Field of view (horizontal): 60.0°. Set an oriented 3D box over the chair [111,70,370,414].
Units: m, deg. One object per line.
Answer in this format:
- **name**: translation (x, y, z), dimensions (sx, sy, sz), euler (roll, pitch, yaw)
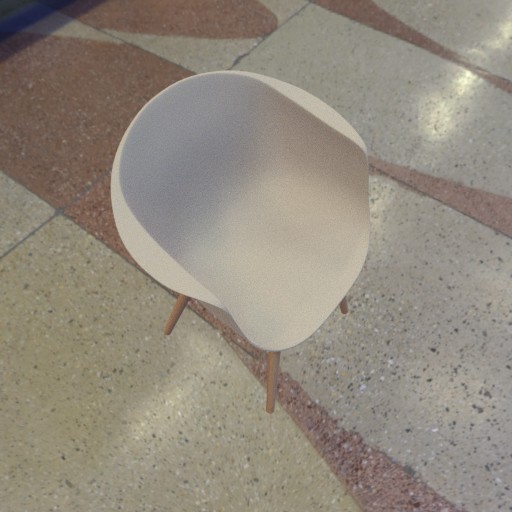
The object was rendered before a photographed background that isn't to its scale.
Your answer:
- **chair**: translation (0.000, 0.000, 1.165), dimensions (0.504, 0.781, 0.593), euler (34, 63, 20)
